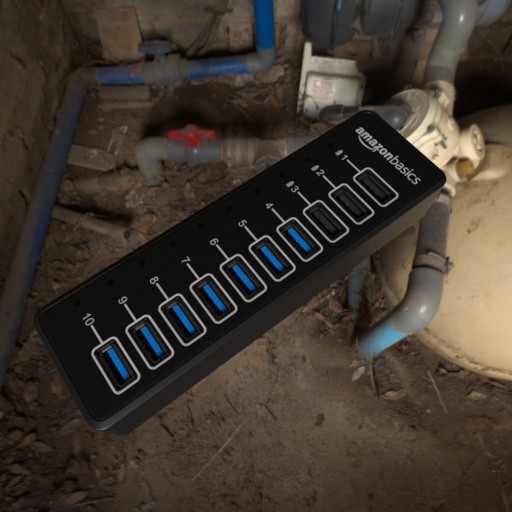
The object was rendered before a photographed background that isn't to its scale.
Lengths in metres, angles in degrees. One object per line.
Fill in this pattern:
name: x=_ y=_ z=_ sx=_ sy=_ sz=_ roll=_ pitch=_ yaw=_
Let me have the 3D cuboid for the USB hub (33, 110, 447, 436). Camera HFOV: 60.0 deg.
USB hub: x=0.000 y=0.000 z=0.159 sx=0.145 sy=0.023 sz=0.044 roll=-34 pitch=69 yaw=-15
